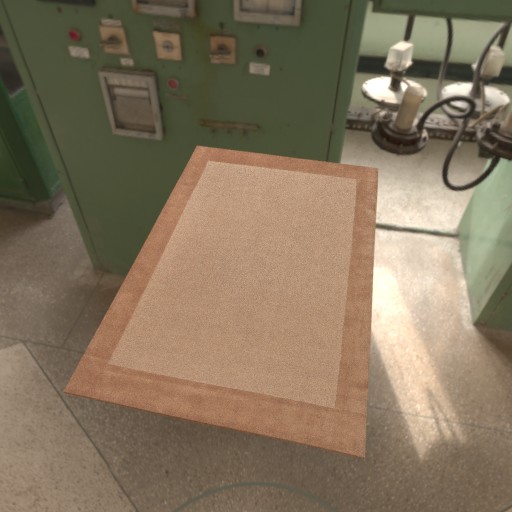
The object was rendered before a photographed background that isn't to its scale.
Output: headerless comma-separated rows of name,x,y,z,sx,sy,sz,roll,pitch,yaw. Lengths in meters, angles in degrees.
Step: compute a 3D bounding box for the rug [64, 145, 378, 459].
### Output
rug,0.000,0.000,2.333,1.219,0.014,1.829,9,48,8
